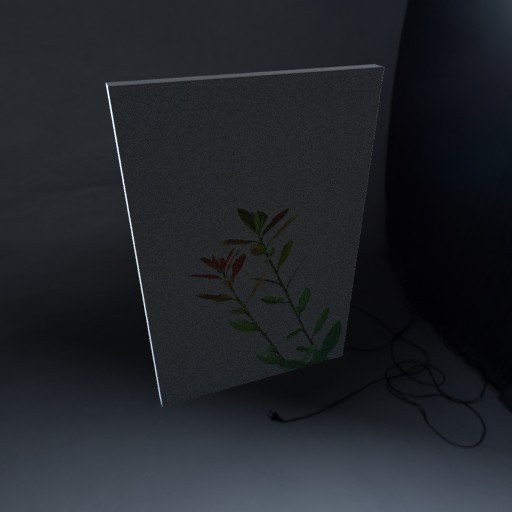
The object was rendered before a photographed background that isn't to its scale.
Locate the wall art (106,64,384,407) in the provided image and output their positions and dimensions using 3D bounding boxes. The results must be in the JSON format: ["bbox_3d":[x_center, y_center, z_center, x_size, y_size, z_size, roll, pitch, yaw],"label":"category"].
[{"bbox_3d":[0.000,0.000,1.187,0.612,0.915,0.039,-11,34,-17],"label":"wall art"}]
